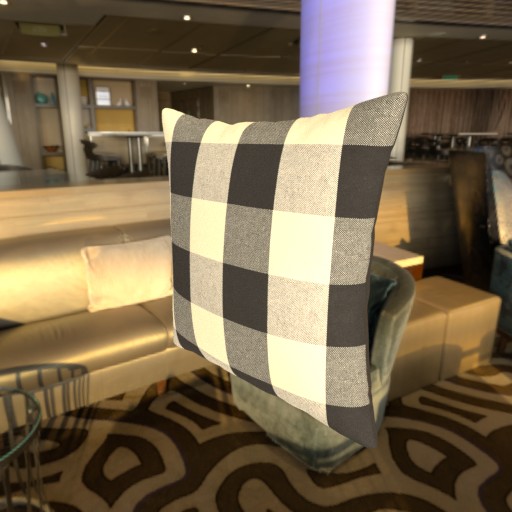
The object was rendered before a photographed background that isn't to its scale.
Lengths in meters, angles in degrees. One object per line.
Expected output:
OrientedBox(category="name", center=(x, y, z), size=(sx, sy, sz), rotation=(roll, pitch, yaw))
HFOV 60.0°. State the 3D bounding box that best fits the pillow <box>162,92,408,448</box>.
OrientedBox(category="pillow", center=(0.000, 0.000, 0.772), size=(0.511, 0.509, 0.161), rotation=(15, 21, 42))
